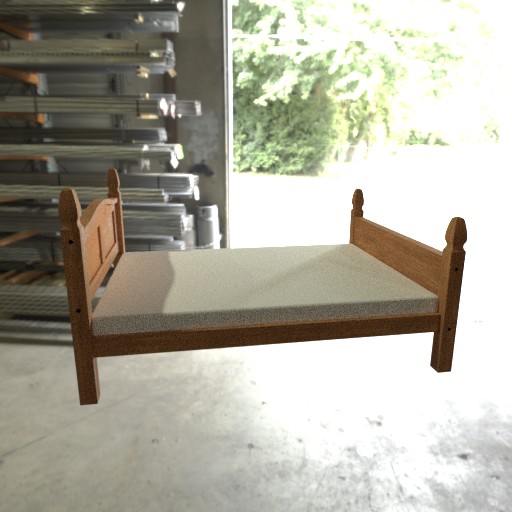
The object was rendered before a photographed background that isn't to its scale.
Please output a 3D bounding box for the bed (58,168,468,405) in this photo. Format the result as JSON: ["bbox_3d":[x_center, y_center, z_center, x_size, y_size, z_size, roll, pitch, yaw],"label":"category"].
[{"bbox_3d":[0.000,0.000,2.990,2.069,1.100,1.490,-2,15,-9],"label":"bed"}]
